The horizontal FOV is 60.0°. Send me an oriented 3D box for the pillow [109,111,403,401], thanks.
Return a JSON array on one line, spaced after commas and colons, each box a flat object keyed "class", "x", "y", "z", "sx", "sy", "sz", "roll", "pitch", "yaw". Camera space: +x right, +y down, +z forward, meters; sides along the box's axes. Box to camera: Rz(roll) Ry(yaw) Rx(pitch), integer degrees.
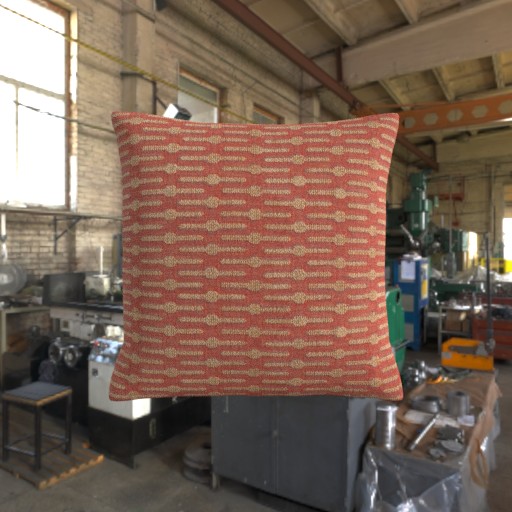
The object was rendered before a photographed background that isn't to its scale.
[{"class": "pillow", "x": 0.000, "y": 0.000, "z": 0.775, "sx": 0.511, "sy": 0.503, "sz": 0.182, "roll": 0, "pitch": 0, "yaw": 0}]
